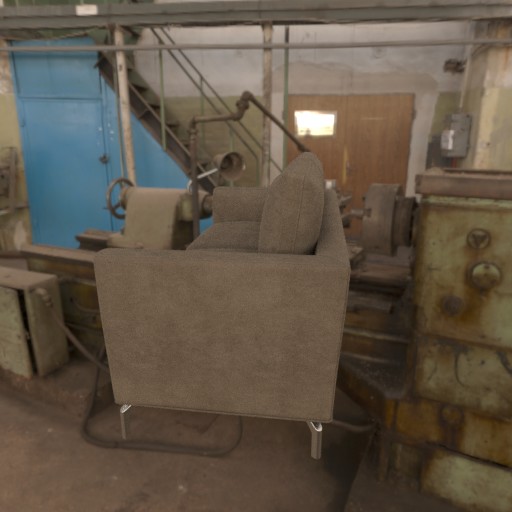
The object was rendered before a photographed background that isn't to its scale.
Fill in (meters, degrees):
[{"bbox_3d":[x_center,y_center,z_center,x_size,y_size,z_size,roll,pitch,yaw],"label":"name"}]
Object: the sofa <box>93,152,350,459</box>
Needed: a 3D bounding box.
[{"bbox_3d":[0.000,0.000,2.332,0.855,1.013,1.832,2,16,8],"label":"sofa"}]
